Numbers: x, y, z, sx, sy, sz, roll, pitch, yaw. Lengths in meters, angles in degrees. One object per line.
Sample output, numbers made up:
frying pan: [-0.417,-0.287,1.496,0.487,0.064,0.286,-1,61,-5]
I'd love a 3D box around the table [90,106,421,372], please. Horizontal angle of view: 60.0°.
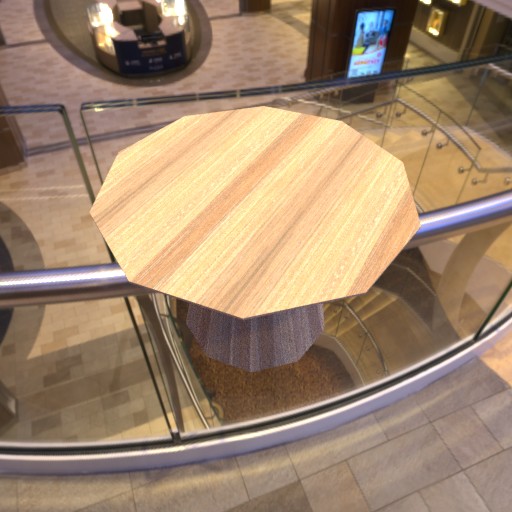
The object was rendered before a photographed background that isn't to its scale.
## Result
table: [0.000,0.000,1.903,1.186,0.752,1.186,0,47,0]
